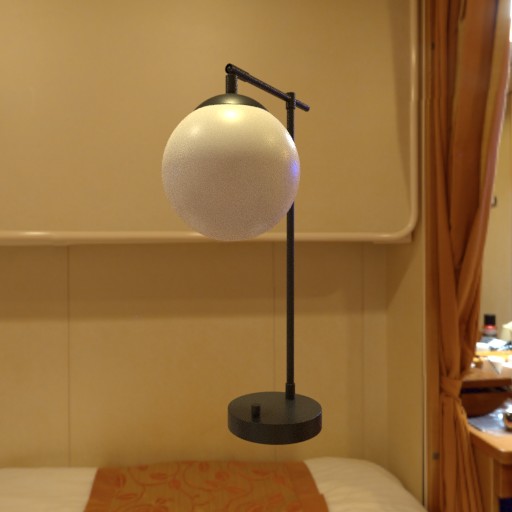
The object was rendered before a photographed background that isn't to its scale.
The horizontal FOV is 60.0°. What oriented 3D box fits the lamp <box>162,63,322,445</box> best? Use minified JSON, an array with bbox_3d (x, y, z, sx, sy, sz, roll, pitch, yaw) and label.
[{"bbox_3d":[0.000,0.000,0.688,0.197,0.559,0.316,1,1,36],"label":"lamp"}]
